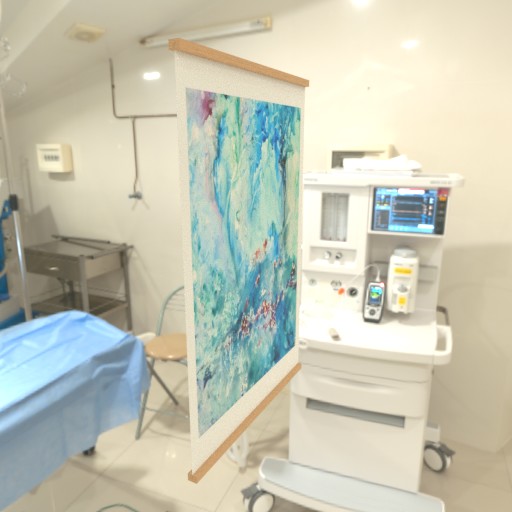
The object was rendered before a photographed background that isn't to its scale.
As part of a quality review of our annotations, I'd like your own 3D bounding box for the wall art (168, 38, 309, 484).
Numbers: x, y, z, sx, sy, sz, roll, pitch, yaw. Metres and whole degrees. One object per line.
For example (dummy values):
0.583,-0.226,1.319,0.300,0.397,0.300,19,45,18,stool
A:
0.000,0.000,0.636,0.013,0.510,0.335,8,16,28,wall art
